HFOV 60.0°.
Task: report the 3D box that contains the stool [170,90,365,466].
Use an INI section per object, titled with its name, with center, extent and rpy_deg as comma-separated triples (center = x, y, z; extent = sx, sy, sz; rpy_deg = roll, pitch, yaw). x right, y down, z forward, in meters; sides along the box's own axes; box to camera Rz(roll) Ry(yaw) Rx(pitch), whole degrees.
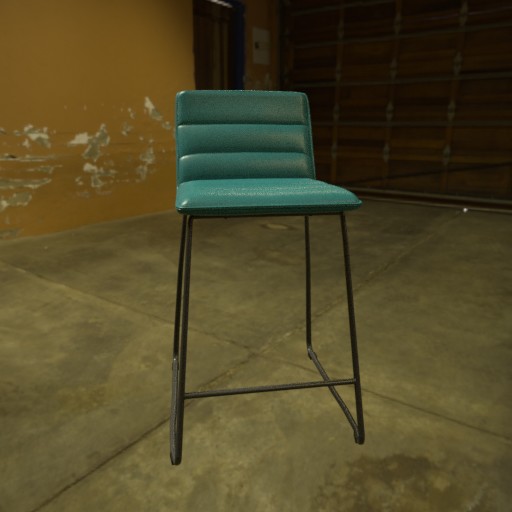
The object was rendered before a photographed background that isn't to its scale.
[stool]
center = 0.000, 0.000, 1.174
extent = 0.489, 0.866, 0.524
rpy_deg = -2, 16, -9
